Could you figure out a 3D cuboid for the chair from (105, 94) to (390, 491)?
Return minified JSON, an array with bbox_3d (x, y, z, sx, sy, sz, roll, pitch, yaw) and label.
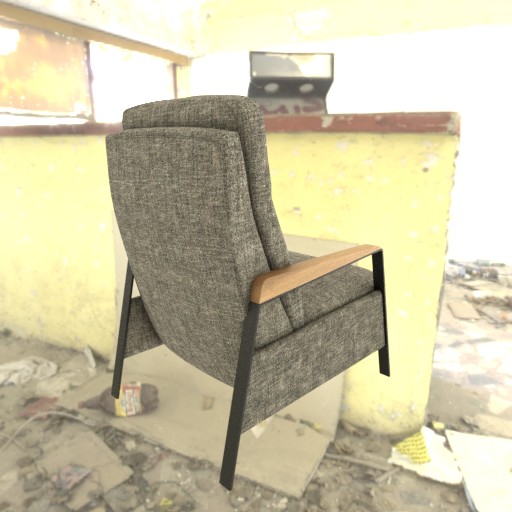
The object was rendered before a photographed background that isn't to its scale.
[{"bbox_3d":[0.000,0.000,1.599,0.868,1.042,0.671,-14,20,-43],"label":"chair"}]
